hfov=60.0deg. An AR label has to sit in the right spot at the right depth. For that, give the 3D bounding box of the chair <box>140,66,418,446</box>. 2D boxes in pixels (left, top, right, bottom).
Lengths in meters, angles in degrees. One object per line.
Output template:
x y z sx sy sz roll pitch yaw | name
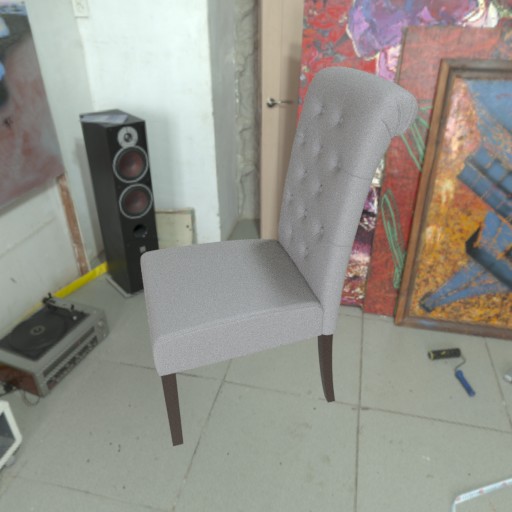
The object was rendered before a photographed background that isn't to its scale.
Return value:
0.000 0.000 1.325 0.671 1.006 0.456 -9 32 -14 | chair
